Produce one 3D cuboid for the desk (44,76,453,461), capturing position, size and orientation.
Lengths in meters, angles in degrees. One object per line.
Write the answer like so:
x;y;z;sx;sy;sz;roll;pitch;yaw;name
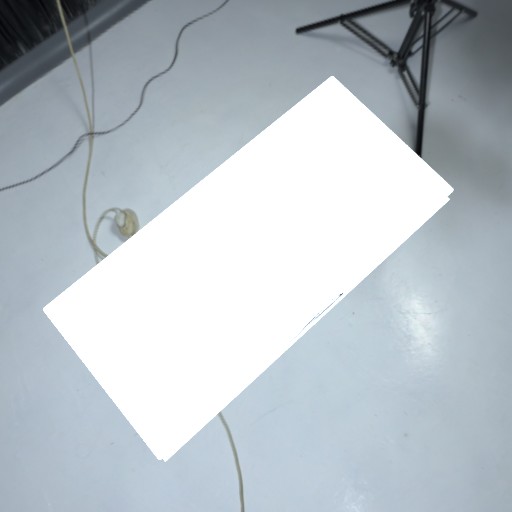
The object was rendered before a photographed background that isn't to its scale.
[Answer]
0.000;0.000;2.276;1.900;0.526;0.900;-41;79;-9;desk
